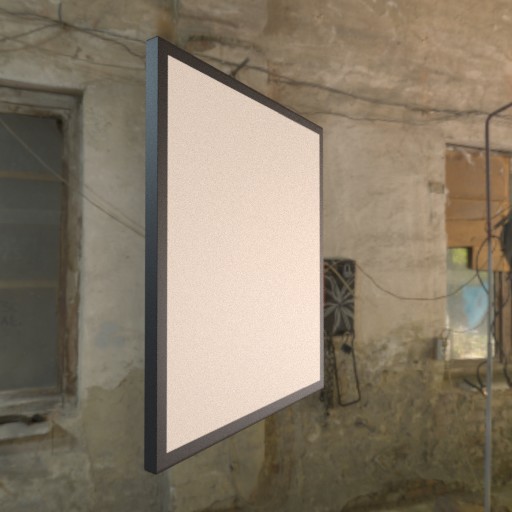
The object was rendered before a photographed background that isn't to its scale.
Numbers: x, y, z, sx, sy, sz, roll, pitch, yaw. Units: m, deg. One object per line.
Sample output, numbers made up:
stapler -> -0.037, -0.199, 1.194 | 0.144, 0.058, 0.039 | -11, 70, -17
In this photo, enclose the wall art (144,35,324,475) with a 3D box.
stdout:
wall art -> 0.000, 0.000, 0.695 | 0.021, 0.509, 0.430 | -1, -1, 35
